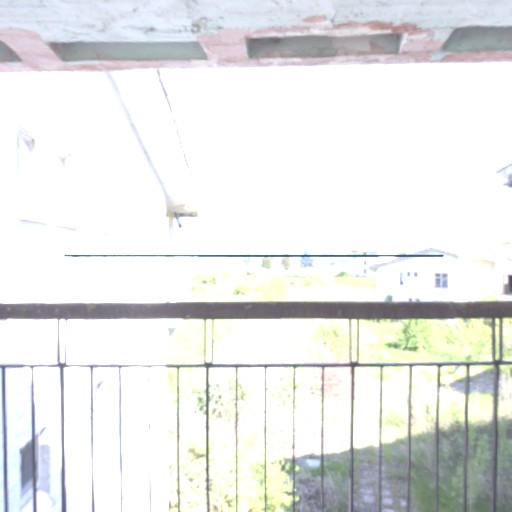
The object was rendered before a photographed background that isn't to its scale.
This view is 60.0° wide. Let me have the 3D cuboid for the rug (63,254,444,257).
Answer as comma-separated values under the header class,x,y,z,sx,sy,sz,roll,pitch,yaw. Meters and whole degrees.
class,x,y,z,sx,sy,sz,roll,pitch,yaw
rug,0.000,0.000,4.109,2.226,0.015,3.044,0,0,1
